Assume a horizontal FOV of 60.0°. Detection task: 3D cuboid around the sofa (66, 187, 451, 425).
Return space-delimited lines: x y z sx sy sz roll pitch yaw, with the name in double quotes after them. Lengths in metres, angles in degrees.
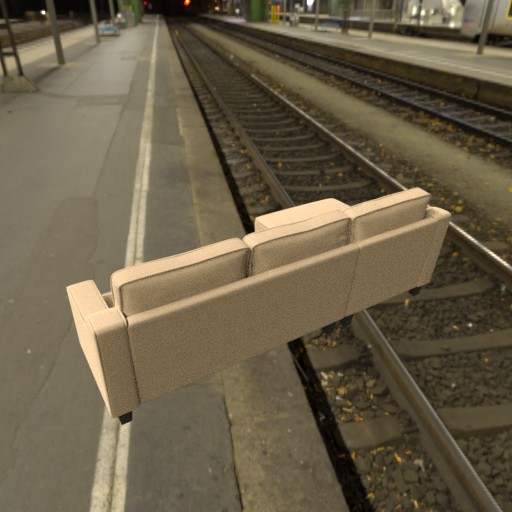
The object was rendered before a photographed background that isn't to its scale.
0.000 0.000 3.231 2.561 0.928 1.294 -17 34 -27 "sofa"
